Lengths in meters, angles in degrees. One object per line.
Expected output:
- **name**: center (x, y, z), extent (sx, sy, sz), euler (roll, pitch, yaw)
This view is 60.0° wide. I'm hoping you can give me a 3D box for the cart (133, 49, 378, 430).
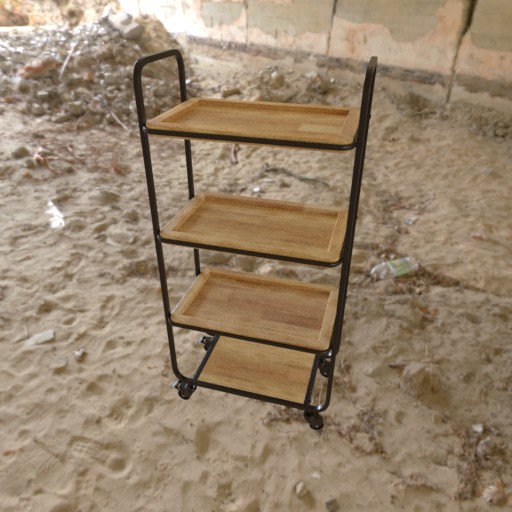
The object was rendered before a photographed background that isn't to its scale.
- **cart**: center (0.000, 0.000, 1.305), extent (0.545, 1.080, 0.321), euler (8, 32, 14)
